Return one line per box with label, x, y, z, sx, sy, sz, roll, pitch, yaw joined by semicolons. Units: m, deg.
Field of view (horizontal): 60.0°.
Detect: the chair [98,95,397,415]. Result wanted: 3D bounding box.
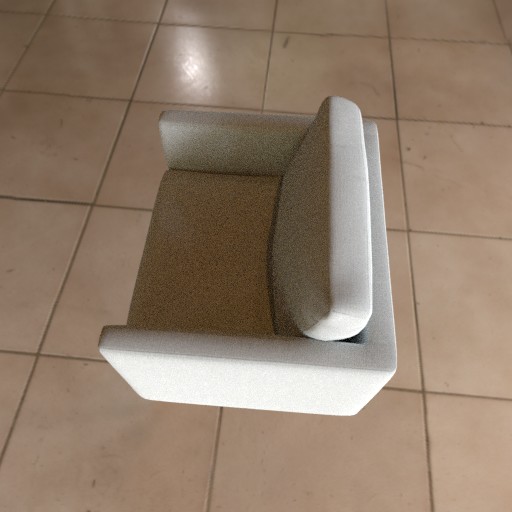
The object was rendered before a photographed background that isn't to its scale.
chair;0.000;0.000;1.840;0.953;0.961;1.107;4;59;2
